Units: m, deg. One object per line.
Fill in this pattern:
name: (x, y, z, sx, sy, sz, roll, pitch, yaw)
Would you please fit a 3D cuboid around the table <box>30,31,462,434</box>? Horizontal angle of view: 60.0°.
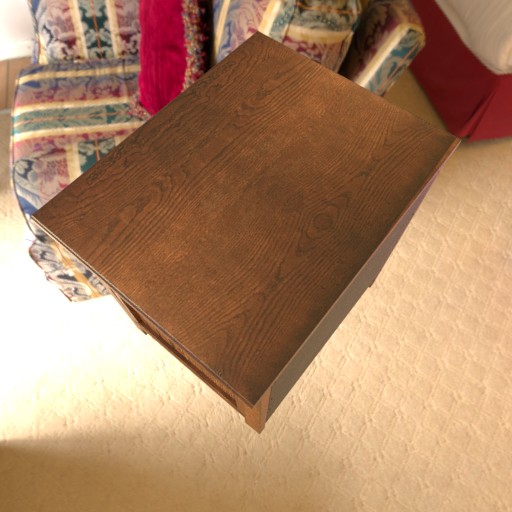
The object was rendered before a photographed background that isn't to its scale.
table: (0.000, 0.000, 1.008, 0.461, 0.597, 0.586, 36, 68, 17)
